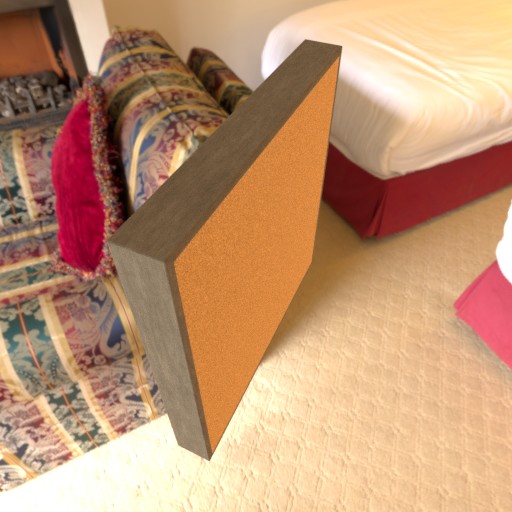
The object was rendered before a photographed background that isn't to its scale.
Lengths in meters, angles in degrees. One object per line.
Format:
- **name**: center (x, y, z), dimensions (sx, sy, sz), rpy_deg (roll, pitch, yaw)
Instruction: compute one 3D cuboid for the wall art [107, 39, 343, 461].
- **wall art**: center (0.000, 0.000, 0.439), dimensions (0.038, 0.302, 0.303), rpy_deg (19, 50, 17)
